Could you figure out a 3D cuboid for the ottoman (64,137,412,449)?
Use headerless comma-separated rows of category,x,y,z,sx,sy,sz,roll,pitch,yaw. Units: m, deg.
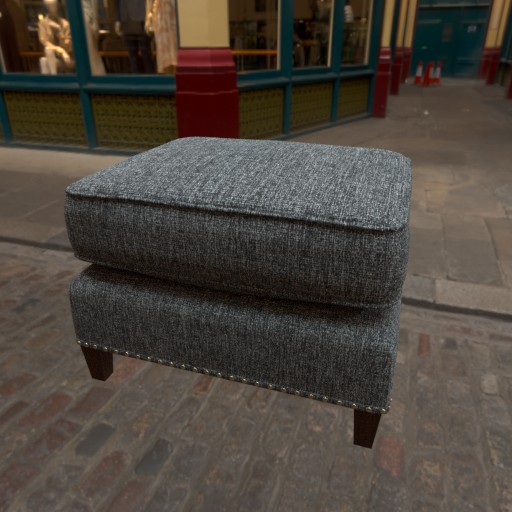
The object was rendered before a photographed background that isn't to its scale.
ottoman,0.000,0.000,1.140,0.738,0.537,0.589,8,27,16
